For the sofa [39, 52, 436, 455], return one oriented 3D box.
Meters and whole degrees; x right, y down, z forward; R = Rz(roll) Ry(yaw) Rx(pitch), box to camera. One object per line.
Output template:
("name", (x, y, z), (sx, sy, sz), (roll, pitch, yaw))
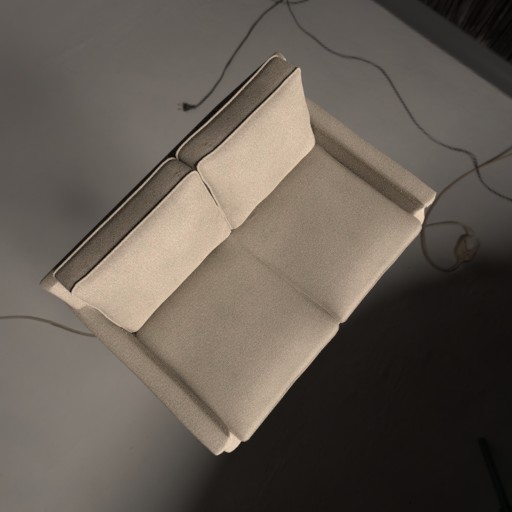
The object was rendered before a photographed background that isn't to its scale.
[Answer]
("sofa", (0.000, 0.000, 2.202), (1.084, 1.003, 1.597), (41, 79, 10))
